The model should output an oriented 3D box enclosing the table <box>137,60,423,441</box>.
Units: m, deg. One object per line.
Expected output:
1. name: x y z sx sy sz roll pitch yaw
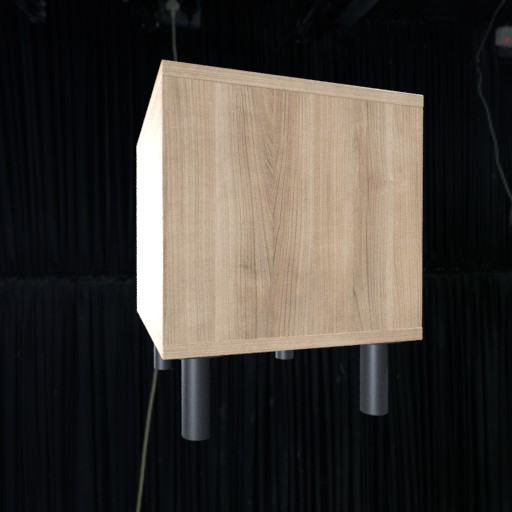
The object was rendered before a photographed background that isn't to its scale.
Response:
1. table: 0.000 0.000 0.786 0.380 0.460 0.445 0 1 -19
